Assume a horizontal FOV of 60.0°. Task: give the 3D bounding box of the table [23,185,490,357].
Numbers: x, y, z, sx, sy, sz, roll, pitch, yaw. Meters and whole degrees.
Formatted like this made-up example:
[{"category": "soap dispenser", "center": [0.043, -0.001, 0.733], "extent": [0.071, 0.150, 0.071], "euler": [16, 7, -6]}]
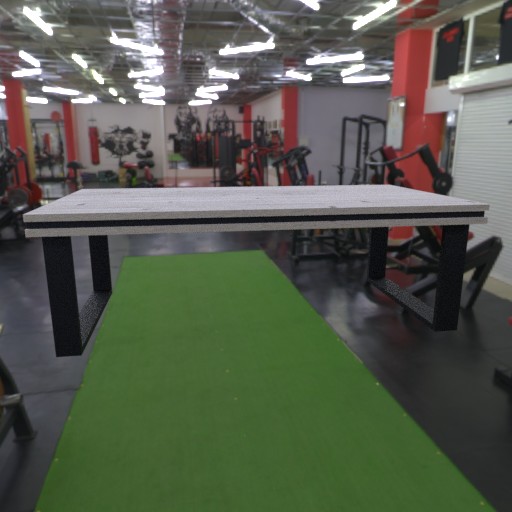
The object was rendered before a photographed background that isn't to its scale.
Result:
[{"category": "table", "center": [0.000, 0.000, 1.656], "extent": [1.350, 0.450, 0.700], "euler": [-2, 14, -9]}]
